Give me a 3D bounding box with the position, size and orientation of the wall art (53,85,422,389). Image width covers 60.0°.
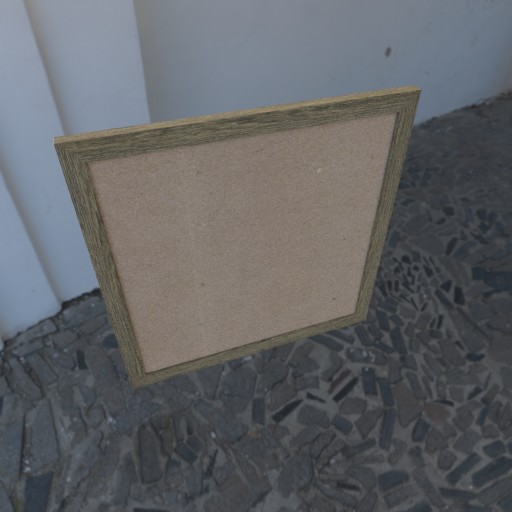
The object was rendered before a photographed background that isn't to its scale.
[{"bbox_3d":[0.000,0.000,0.754,0.508,0.508,0.019,-13,42,-15],"label":"wall art"}]
